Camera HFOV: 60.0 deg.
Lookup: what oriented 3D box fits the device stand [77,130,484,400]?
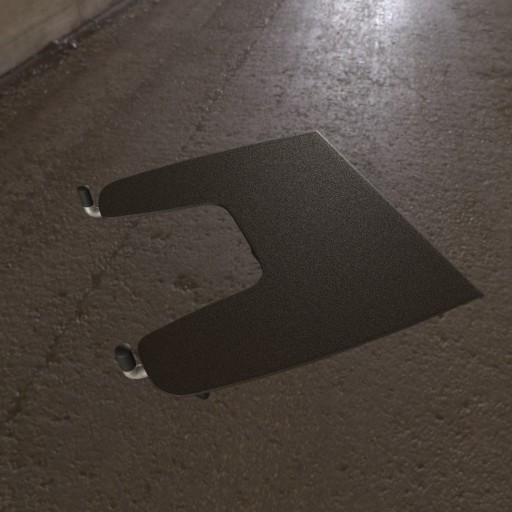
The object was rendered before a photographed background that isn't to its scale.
[{"bbox_3d":[0.000,0.000,0.350,0.230,0.092,0.230,-17,48,-16],"label":"device stand"}]
